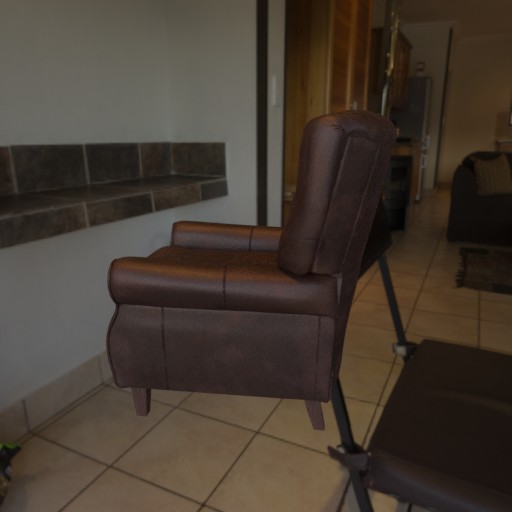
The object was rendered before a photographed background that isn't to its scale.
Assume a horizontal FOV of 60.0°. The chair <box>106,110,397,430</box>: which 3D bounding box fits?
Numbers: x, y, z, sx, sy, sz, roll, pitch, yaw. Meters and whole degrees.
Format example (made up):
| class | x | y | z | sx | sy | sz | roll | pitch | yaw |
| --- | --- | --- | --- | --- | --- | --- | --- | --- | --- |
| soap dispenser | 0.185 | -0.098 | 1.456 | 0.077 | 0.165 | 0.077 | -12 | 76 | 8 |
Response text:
| class | x | y | z | sx | sy | sz | roll | pitch | yaw |
| --- | --- | --- | --- | --- | --- | --- | --- | --- | --- |
| chair | 0.000 | 0.000 | 1.870 | 1.058 | 1.158 | 0.948 | 2 | 15 | 7 |
